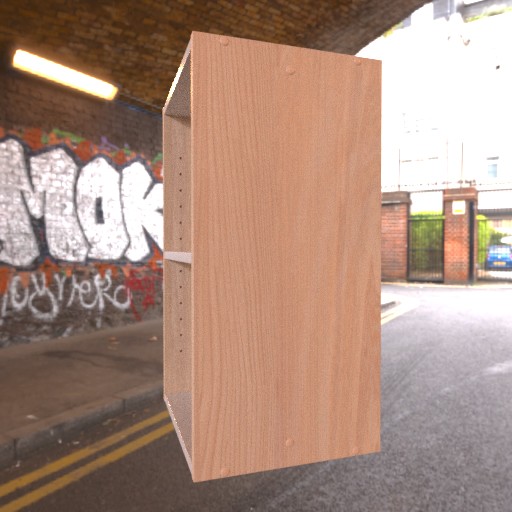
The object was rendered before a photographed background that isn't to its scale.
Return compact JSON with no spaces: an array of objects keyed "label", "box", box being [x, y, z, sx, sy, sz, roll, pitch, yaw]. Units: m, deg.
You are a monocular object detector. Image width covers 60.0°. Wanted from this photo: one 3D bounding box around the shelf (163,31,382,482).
[{"label":"shelf","box":[0.000,0.000,0.798,0.290,0.600,0.350,0,1,-18]}]
